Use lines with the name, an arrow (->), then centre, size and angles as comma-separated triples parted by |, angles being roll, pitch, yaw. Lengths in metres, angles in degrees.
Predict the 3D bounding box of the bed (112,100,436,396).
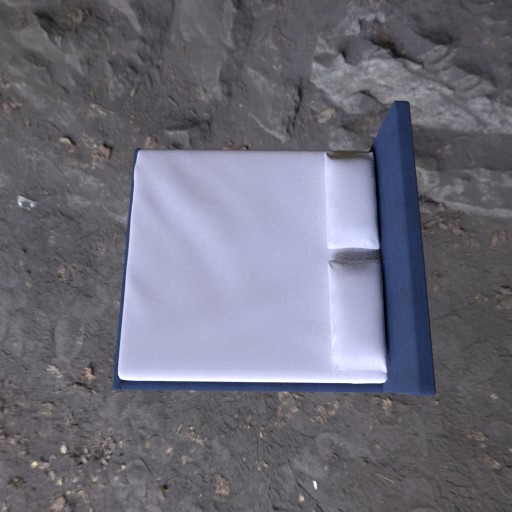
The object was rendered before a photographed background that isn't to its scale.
bed -> 0.000, 0.000, 3.553 | 2.232, 1.231, 2.096 | 1, 75, 0
